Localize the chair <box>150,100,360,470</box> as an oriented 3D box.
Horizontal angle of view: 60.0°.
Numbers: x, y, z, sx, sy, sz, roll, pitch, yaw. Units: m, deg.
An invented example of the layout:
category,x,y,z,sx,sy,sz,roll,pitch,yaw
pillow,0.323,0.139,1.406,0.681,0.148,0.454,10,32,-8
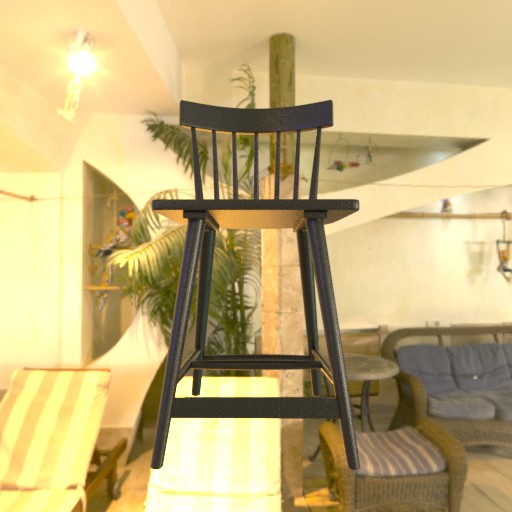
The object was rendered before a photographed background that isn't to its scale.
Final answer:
category,x,y,z,sx,sy,sz,roll,pitch,yaw
chair,0.000,0.000,1.261,0.483,0.952,0.572,0,-1,0
